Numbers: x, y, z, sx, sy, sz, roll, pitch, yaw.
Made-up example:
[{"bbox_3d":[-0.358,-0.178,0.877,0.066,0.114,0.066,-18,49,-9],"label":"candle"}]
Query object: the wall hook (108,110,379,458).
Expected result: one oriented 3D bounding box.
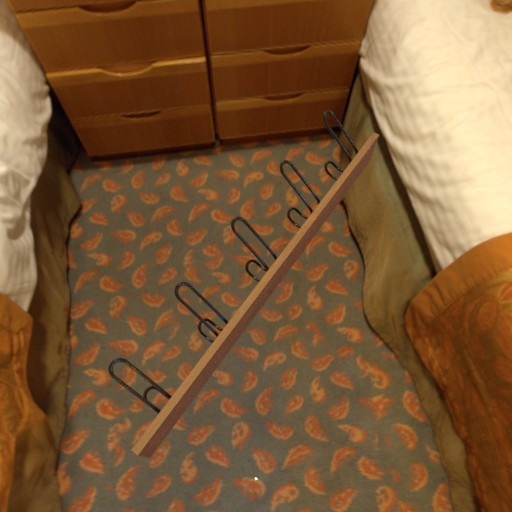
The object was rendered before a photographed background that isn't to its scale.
[{"bbox_3d":[0.000,0.000,0.603,0.076,0.116,0.554,32,68,15],"label":"wall hook"}]
